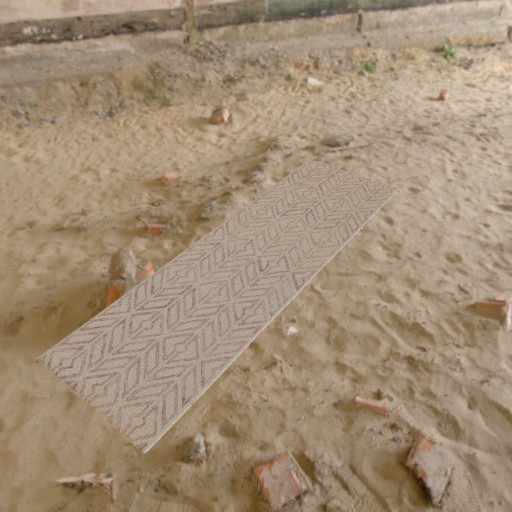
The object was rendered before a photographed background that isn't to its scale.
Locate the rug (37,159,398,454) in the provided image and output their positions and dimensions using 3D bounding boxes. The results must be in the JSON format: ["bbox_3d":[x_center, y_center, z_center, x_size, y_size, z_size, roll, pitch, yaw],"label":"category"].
[{"bbox_3d":[0.000,0.000,2.649,0.750,0.009,2.435,26,47,27],"label":"rug"}]
